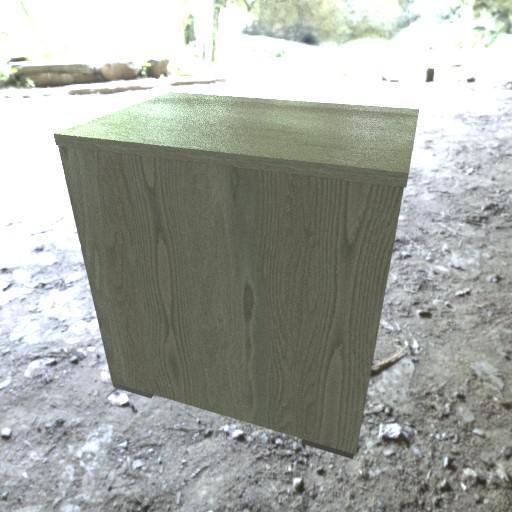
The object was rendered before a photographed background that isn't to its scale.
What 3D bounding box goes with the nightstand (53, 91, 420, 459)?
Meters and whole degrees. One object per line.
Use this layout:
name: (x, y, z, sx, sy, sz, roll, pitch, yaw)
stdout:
nightstand: (0.000, 0.000, 0.758, 0.442, 0.461, 0.325, 10, 32, 17)
